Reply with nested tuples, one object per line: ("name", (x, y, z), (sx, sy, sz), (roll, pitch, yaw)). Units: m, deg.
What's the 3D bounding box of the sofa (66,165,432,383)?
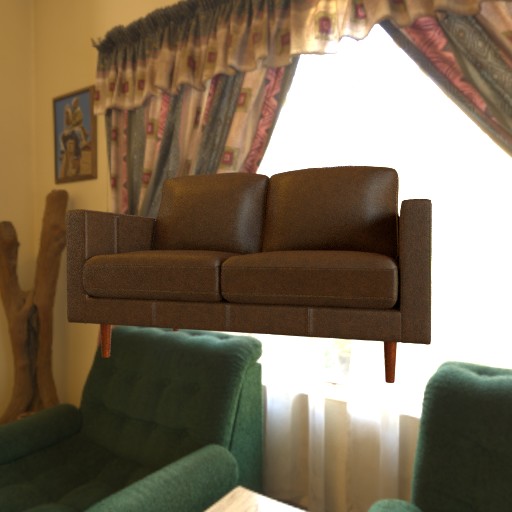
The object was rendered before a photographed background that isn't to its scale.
("sofa", (0.000, 0.000, 2.198), (1.578, 0.951, 0.909), (0, 1, 18))
